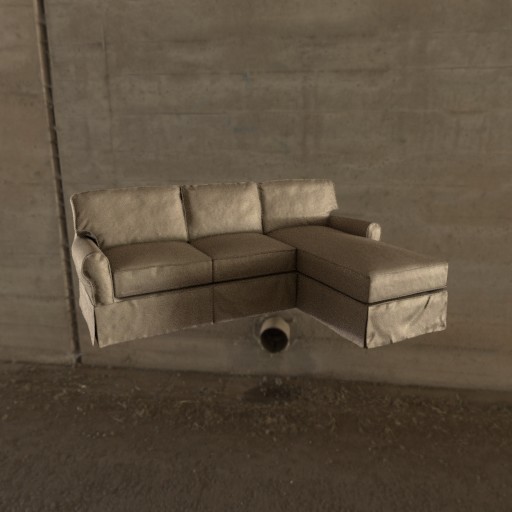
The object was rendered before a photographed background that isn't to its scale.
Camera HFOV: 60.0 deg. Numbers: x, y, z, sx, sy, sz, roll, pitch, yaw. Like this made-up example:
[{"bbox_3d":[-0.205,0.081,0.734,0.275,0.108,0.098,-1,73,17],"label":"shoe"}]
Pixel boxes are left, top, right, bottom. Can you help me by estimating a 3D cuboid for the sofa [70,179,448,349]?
[{"bbox_3d":[0.000,0.000,3.344,2.475,0.978,1.733,-7,17,-26],"label":"sofa"}]
